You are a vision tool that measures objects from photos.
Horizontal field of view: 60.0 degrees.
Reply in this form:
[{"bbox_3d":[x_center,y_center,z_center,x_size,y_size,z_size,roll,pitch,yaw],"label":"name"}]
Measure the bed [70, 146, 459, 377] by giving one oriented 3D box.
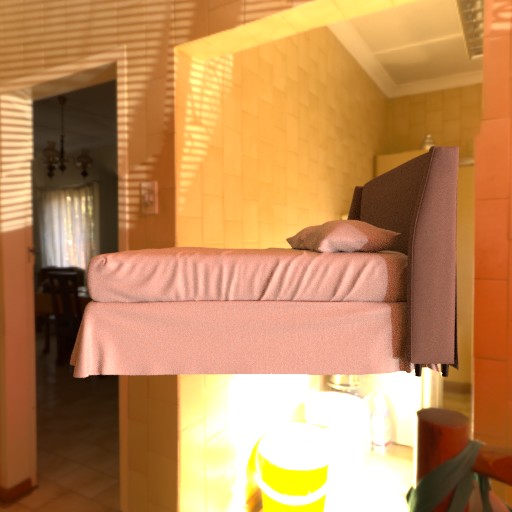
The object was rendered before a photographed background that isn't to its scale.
[{"bbox_3d":[0.000,0.000,3.417,2.276,1.332,1.925,0,2,-1],"label":"bed"}]
